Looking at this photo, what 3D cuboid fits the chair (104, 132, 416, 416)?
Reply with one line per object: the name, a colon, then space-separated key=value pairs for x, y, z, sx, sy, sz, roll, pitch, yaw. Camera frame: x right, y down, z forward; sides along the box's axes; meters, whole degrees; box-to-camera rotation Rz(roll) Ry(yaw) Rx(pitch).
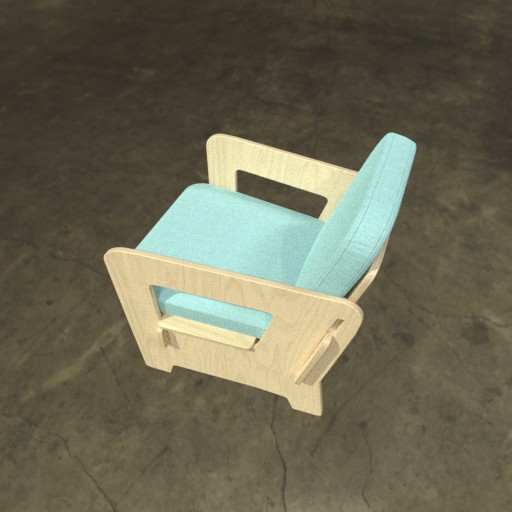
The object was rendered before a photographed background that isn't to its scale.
chair: x=0.000 y=0.000 z=1.327 sx=0.710 sy=0.800 sz=0.590 roll=17 pitch=49 yaw=15
